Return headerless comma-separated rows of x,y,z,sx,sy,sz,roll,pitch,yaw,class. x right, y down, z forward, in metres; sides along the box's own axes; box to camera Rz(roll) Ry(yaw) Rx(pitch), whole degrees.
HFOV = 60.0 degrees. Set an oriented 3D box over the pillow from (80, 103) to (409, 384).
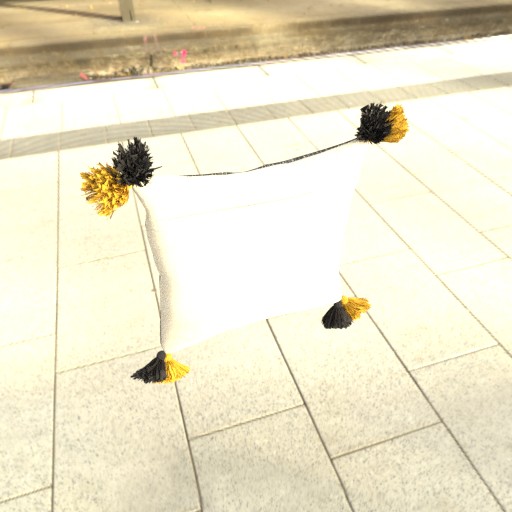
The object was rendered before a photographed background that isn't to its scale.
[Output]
0.000,0.000,0.980,0.654,0.659,0.139,-14,43,-15,pillow
